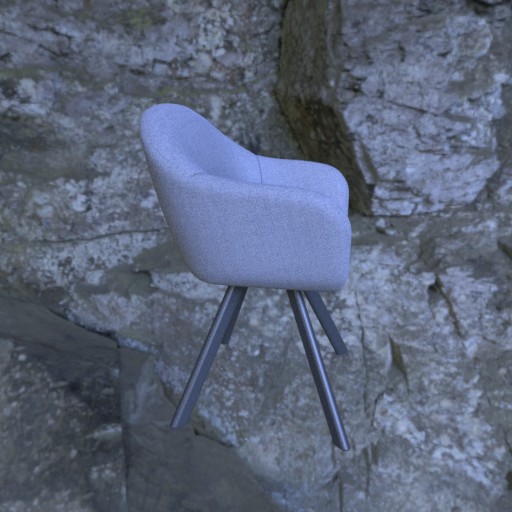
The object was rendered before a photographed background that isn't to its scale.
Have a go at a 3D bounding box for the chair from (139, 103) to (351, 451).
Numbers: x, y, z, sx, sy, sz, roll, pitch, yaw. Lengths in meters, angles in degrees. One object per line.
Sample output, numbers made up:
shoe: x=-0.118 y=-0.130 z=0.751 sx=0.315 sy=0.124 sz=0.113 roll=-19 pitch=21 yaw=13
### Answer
chair: x=0.000 y=0.000 z=1.217 sx=0.550 sy=0.795 sz=0.590 roll=3 pitch=17 yaw=10
